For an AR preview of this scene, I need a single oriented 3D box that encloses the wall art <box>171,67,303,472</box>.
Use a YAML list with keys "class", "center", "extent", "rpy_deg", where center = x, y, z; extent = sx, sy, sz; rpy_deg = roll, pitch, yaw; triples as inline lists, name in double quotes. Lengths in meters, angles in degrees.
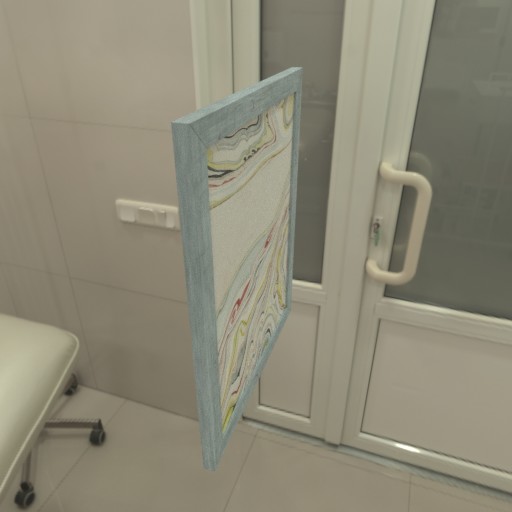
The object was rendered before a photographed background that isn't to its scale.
- class: "wall art"
  center: [0.000, 0.000, 0.806]
  extent: [0.022, 0.582, 0.479]
  rpy_deg: [10, 31, 17]
